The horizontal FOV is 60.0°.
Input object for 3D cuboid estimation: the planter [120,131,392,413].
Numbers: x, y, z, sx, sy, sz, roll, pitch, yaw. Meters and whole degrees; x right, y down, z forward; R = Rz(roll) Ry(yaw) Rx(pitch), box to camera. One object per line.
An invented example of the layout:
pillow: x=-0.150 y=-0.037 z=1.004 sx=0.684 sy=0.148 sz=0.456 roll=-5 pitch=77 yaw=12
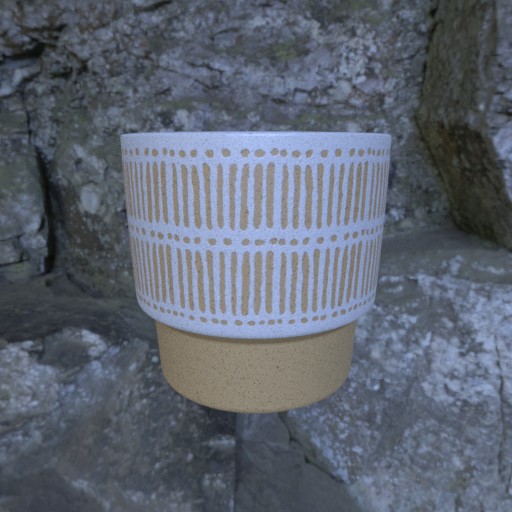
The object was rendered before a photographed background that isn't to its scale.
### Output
planter: x=0.000 y=0.000 z=0.575 sx=0.317 sy=0.303 sz=0.317 roll=0 pitch=14 yaw=0
